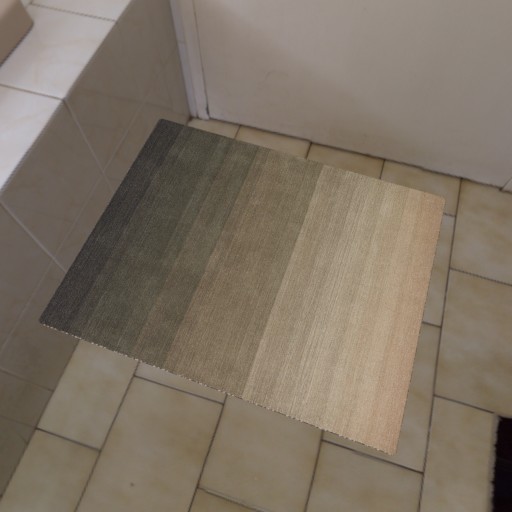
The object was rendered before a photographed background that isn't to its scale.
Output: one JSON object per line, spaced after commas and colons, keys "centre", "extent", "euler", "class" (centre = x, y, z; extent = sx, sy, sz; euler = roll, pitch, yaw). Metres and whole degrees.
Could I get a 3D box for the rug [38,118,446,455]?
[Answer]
{"centre": [0.000, 0.000, 3.811], "extent": [2.902, 0.017, 2.305], "euler": [18, 65, 9], "class": "rug"}
